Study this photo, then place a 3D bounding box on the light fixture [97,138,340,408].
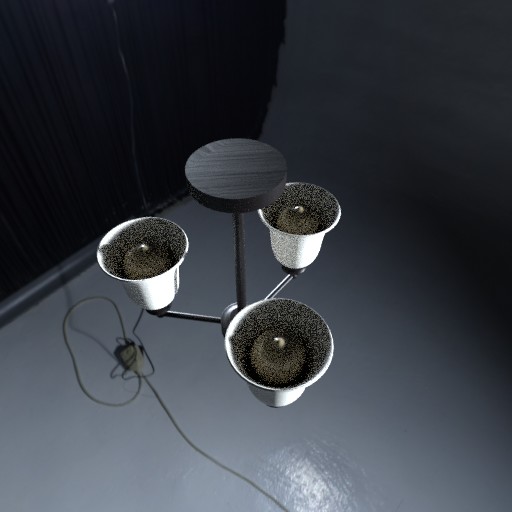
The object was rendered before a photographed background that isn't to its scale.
[{"bbox_3d":[0.000,0.000,0.678,0.388,0.370,0.354,31,54,26],"label":"light fixture"}]
